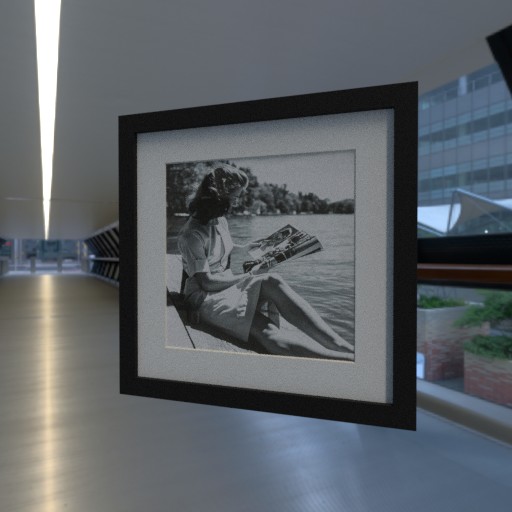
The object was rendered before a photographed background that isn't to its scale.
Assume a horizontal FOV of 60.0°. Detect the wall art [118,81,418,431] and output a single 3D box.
[{"bbox_3d":[0.000,0.000,0.450,0.308,0.305,0.030,0,1,19],"label":"wall art"}]
